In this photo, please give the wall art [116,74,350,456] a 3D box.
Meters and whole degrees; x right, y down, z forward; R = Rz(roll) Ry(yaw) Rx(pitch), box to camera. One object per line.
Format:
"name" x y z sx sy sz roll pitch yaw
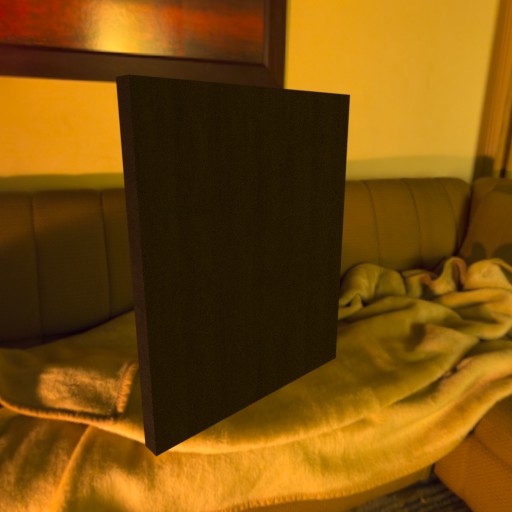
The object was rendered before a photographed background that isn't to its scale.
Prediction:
"wall art" 0.000 0.000 0.774 0.455 0.552 0.034 -14 21 -41
